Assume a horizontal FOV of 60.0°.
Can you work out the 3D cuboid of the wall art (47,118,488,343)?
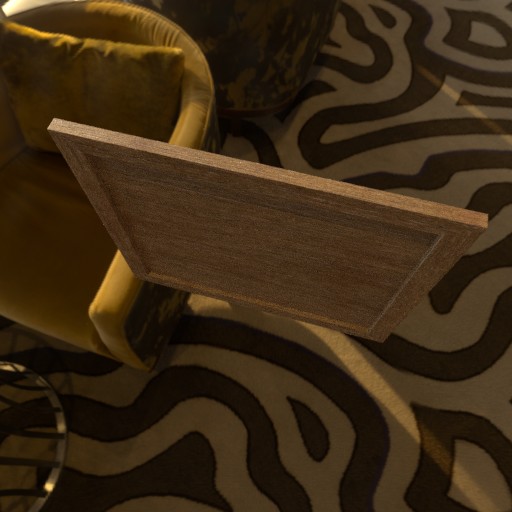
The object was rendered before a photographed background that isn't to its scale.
[{"bbox_3d":[0.000,0.000,0.939,0.690,0.588,0.026,14,64,7],"label":"wall art"}]
